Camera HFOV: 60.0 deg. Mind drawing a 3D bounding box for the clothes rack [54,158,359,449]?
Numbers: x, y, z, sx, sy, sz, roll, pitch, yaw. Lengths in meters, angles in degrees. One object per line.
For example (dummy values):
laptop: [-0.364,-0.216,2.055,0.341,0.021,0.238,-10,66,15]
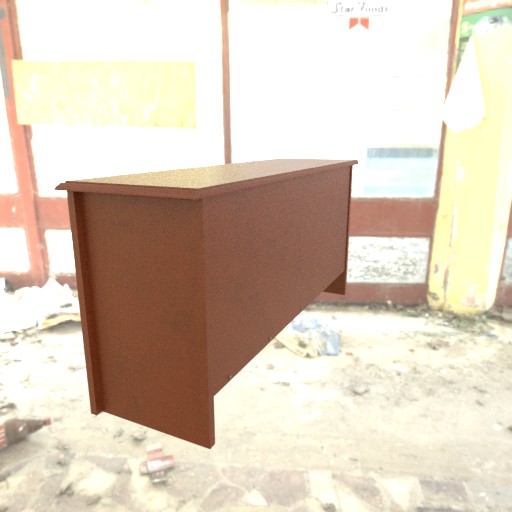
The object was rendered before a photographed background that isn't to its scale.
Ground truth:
clothes rack: [0.000,0.000,1.501,0.362,0.594,1.251,7,17,25]
